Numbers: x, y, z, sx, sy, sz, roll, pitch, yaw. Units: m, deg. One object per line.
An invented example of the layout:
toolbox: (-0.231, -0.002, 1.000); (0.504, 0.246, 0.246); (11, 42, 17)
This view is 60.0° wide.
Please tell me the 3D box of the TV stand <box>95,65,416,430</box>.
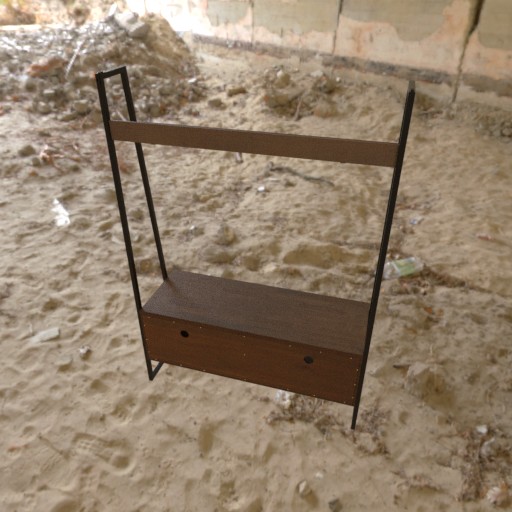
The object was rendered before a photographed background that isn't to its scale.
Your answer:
TV stand: (0.000, 0.000, 2.281); (1.250, 1.772, 0.432); (9, 33, 14)
